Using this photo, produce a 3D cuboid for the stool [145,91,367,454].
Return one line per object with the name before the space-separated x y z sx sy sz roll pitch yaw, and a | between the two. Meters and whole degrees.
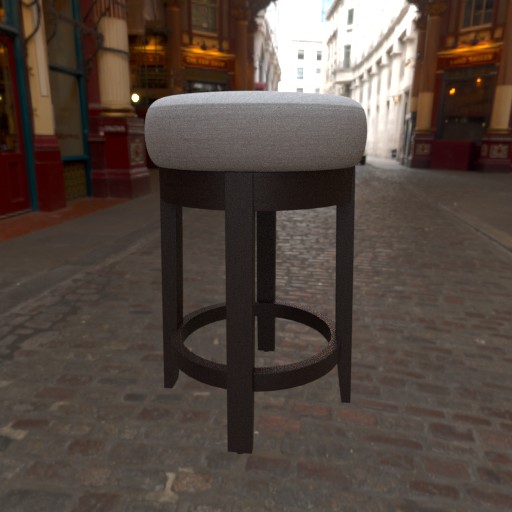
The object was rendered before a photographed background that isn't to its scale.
stool | 0.000 0.000 0.975 0.443 0.672 0.443 0 15 0
